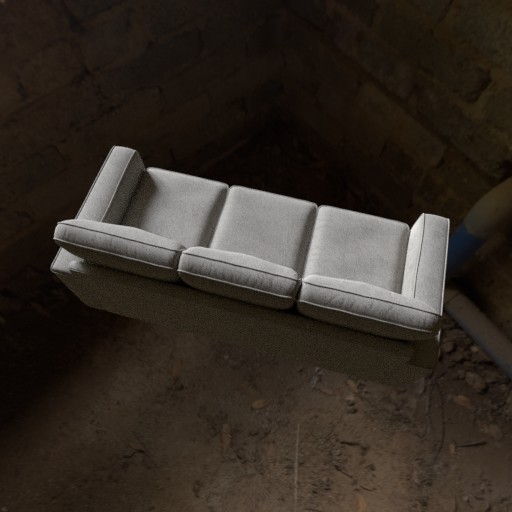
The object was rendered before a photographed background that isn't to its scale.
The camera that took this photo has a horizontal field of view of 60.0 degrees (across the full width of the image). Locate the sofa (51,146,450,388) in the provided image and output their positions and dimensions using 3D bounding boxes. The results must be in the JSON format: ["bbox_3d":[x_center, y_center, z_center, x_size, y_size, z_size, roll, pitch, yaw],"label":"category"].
[{"bbox_3d":[0.000,0.000,2.668,2.133,0.965,0.939,13,65,6],"label":"sofa"}]
